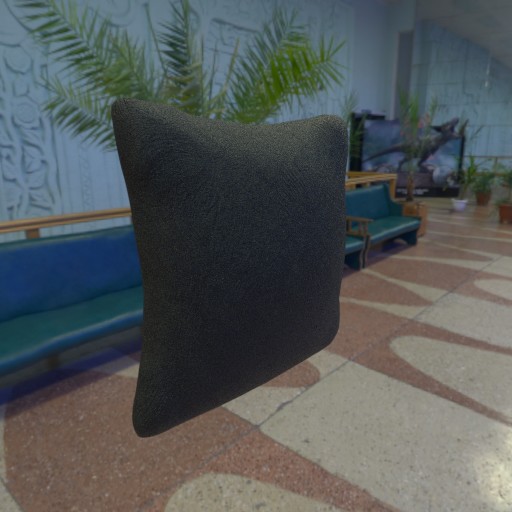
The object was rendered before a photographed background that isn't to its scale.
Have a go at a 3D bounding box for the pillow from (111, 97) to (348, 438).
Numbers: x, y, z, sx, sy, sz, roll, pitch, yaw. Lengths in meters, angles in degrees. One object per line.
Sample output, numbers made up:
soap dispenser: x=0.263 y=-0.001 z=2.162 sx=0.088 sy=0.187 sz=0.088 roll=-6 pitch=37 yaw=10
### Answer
pillow: x=0.000 y=0.000 z=0.817 sx=0.210 sy=0.523 sz=0.533 roll=14 pitch=20 yaw=43
